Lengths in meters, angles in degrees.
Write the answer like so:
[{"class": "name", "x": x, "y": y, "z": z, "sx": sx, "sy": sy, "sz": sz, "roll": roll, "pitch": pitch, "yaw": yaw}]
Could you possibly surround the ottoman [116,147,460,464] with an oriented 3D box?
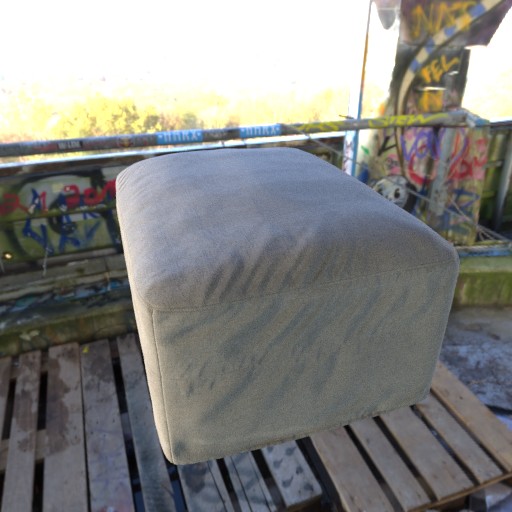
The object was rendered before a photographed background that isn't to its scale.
[{"class": "ottoman", "x": 0.000, "y": 0.000, "z": 1.217, "sx": 0.683, "sy": 0.481, "sz": 0.837, "roll": -9, "pitch": 30, "yaw": -17}]
